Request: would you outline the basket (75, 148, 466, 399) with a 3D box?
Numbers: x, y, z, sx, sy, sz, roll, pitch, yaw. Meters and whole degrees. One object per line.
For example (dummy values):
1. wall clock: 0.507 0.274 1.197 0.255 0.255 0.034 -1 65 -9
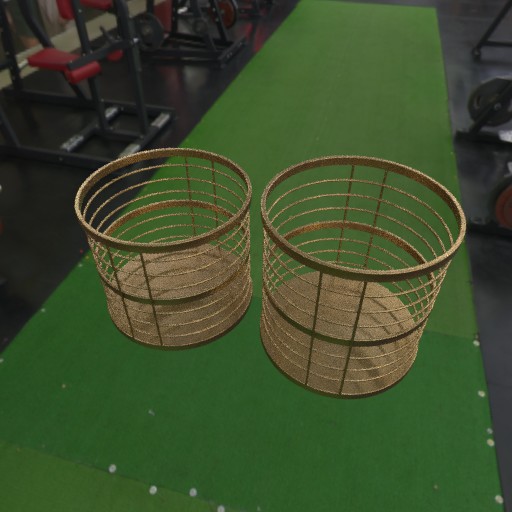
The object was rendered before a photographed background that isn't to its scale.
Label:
1. basket: 0.000 0.000 0.950 0.746 0.351 0.356 12 43 13
